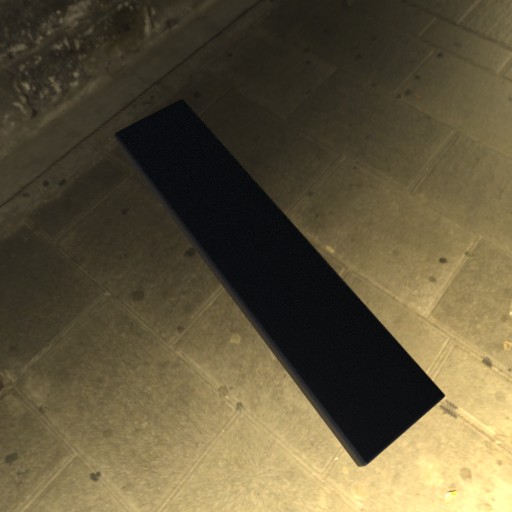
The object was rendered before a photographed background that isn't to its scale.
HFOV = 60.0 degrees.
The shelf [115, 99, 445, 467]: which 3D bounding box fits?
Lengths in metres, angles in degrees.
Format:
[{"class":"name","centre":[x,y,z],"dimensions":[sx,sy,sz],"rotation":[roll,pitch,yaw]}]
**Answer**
[{"class":"shelf","centre":[0.000,0.000,0.497],"dimensions":[0.102,0.053,0.456],"rotation":[-33,68,-15]}]
